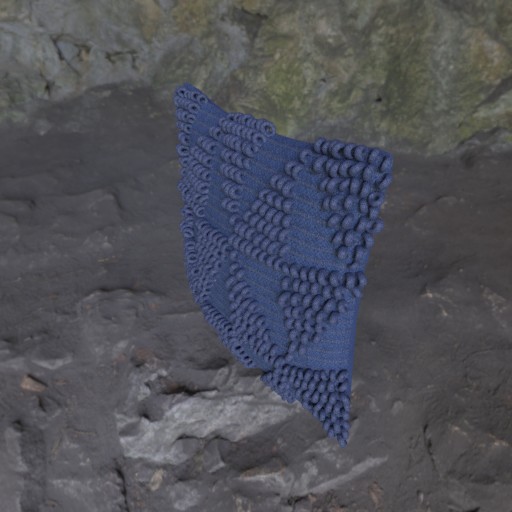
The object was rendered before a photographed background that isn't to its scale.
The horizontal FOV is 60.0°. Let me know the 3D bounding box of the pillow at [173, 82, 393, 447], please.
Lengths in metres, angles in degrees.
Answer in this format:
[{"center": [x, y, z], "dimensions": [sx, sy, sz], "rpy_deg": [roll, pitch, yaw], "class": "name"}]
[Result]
[{"center": [0.000, 0.000, 0.715], "dimensions": [0.172, 0.466, 0.469], "rpy_deg": [-20, 37, -30], "class": "pillow"}]
